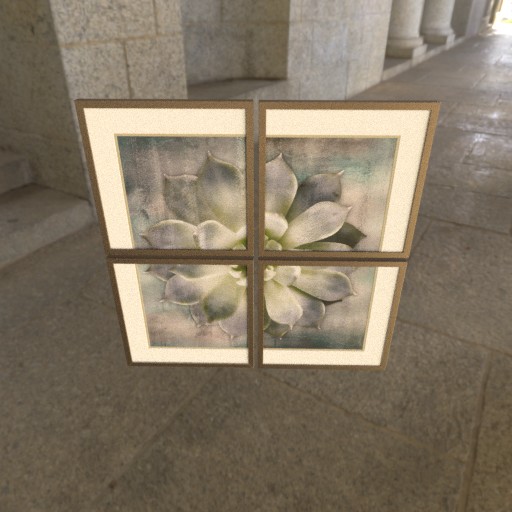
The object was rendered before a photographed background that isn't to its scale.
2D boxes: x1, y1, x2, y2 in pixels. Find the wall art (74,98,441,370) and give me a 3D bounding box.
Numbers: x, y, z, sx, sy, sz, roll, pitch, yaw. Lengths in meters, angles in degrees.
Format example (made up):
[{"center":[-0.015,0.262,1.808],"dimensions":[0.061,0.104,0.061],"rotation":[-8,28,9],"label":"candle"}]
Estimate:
[{"center":[0.000,0.000,1.524],"dimensions":[1.032,1.032,0.030],"rotation":[1,31,1],"label":"wall art"}]
